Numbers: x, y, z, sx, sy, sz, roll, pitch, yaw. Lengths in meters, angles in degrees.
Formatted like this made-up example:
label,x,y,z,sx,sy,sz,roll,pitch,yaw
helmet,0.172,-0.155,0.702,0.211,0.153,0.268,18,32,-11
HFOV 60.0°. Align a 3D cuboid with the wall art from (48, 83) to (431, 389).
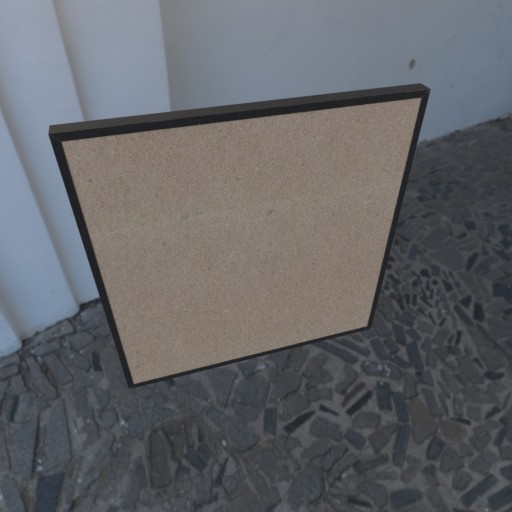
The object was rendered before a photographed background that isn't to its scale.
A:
label,x,y,z,sx,sy,sz,roll,pitch,yaw
wall art,0.000,0.000,1.108,0.762,0.762,0.038,-11,41,-13
